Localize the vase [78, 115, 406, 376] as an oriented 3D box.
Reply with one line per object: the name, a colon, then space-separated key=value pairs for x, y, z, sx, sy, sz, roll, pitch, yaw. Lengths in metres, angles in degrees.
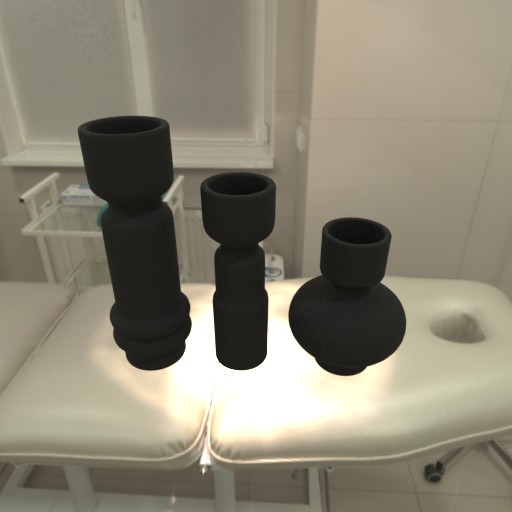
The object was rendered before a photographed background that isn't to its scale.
vase: x=0.000 y=0.000 z=0.430 sx=0.307 sy=0.249 sz=0.120 roll=1 pitch=29 yaw=3
